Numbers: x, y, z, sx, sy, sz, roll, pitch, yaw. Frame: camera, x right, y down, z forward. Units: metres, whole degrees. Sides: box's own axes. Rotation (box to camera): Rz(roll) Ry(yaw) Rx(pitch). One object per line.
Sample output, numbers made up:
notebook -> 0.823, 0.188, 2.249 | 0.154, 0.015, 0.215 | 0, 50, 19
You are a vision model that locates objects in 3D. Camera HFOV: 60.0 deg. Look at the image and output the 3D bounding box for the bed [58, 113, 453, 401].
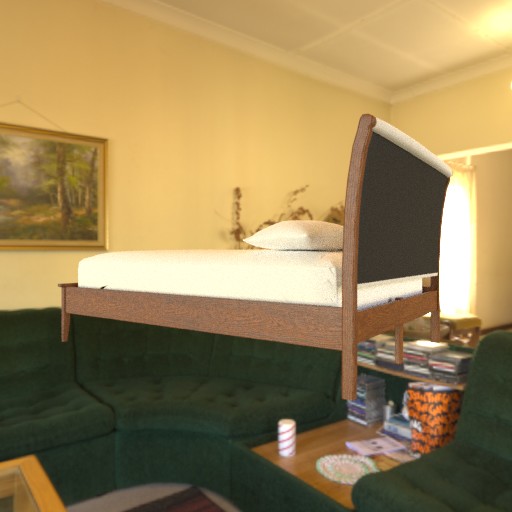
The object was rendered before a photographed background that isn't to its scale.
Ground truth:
bed -> 0.000, 0.000, 3.182 | 2.380, 1.250, 1.612 | 0, 0, 35
